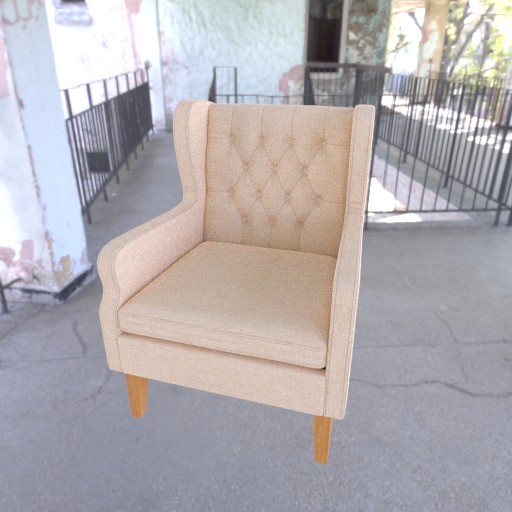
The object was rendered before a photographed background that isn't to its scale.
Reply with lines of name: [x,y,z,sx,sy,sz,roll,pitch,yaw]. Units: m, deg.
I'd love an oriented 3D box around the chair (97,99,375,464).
chair: [0.000,0.000,1.467,0.710,0.930,0.760,7,26,15]
